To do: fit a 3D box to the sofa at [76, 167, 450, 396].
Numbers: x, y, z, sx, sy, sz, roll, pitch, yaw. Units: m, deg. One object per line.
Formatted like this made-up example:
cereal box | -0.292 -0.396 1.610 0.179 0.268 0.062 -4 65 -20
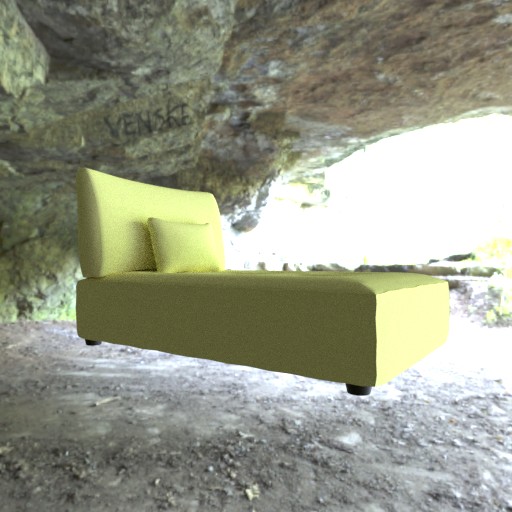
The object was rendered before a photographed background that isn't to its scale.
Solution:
sofa | 0.000 0.000 2.009 1.450 0.820 0.930 0 -1 35
